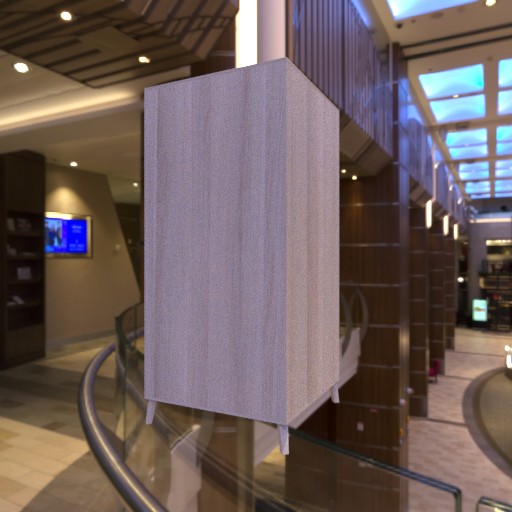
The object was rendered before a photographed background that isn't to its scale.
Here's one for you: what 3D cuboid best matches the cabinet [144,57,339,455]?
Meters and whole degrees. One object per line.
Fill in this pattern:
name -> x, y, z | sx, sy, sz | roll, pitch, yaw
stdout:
cabinet -> 0.000, 0.000, 2.639 | 1.272, 1.957, 0.969 | 0, 0, -18
